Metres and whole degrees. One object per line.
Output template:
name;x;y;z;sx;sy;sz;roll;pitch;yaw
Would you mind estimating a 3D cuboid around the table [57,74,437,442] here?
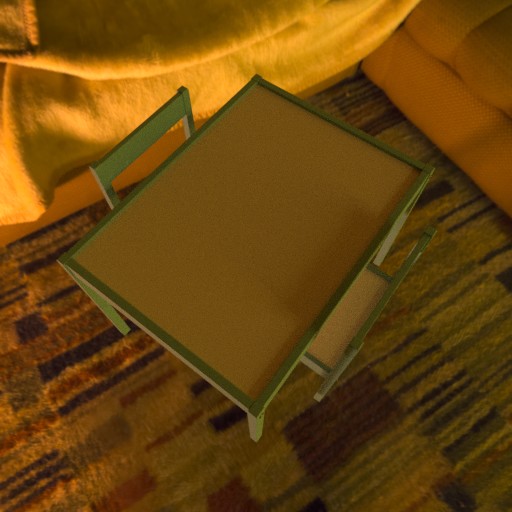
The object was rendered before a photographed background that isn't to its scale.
table;0.000;0.000;1.080;0.633;0.503;0.639;34;68;16
